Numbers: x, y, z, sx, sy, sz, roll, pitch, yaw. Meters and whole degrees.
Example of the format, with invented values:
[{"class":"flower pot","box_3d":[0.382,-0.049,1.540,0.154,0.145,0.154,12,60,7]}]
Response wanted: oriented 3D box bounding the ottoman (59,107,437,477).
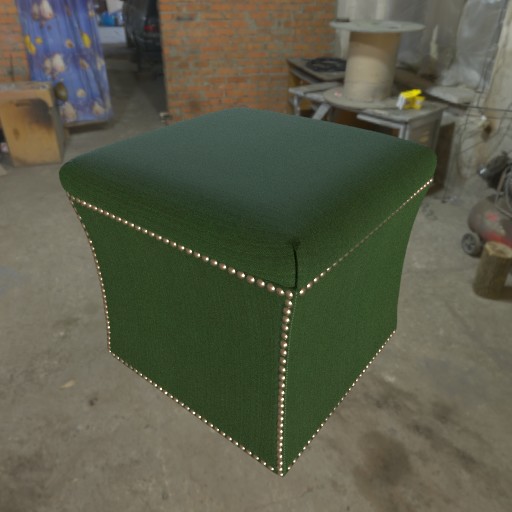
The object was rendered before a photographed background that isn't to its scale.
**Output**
[{"class":"ottoman","box_3d":[0.000,0.000,0.888,0.507,0.475,0.497,23,39,32]}]
